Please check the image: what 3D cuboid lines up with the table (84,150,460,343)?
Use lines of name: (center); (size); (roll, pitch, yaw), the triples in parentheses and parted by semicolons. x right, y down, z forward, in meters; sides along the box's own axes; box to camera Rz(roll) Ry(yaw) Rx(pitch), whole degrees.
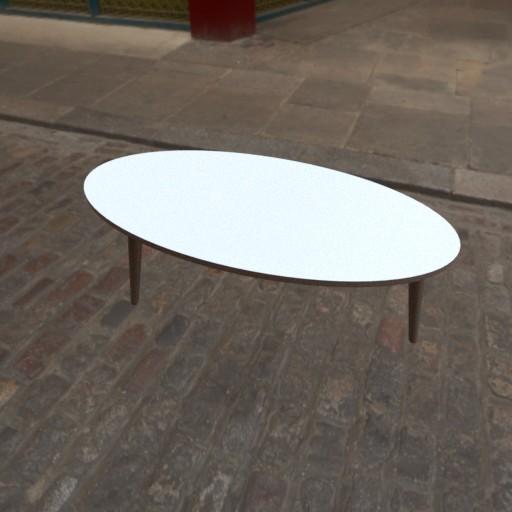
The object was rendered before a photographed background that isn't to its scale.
table: (0.000, 0.000, 1.370); (1.083, 0.390, 0.542); (13, 42, 15)
